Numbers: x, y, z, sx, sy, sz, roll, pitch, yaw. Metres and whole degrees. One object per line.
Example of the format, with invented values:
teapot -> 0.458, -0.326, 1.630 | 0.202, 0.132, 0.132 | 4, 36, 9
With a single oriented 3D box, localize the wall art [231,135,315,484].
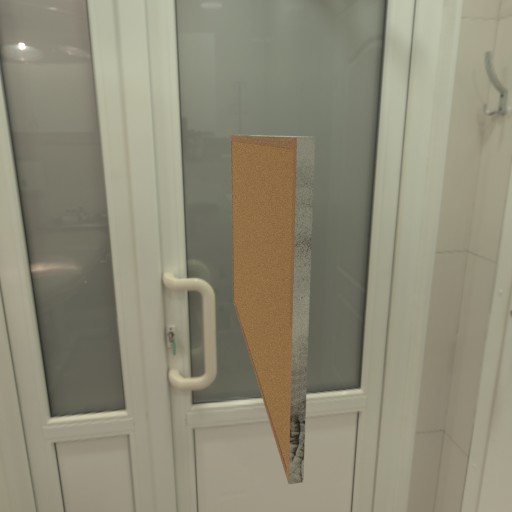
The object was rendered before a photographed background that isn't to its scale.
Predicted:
wall art -> 0.000, 0.000, 1.446 | 0.035, 0.758, 1.141 | -2, 16, -9
